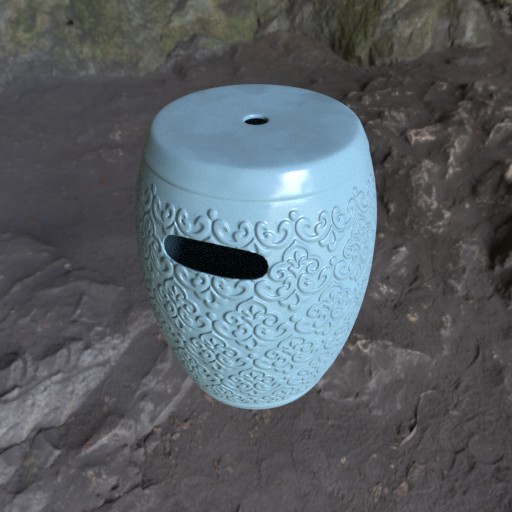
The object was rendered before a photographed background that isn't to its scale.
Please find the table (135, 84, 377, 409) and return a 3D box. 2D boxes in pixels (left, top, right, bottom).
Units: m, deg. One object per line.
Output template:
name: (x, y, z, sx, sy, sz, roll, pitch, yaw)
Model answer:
table: (0.000, 0.000, 0.615, 0.309, 0.397, 0.309, 0, 40, 0)
